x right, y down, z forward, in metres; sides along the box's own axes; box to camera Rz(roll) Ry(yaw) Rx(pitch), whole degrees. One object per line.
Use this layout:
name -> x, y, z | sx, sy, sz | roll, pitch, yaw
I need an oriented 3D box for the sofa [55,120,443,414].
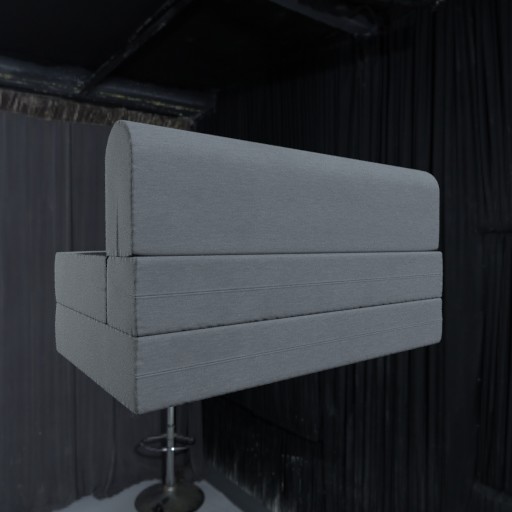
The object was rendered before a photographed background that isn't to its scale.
sofa -> 0.000, 0.000, 1.632 | 1.225, 0.670, 0.762 | -1, 2, -37
